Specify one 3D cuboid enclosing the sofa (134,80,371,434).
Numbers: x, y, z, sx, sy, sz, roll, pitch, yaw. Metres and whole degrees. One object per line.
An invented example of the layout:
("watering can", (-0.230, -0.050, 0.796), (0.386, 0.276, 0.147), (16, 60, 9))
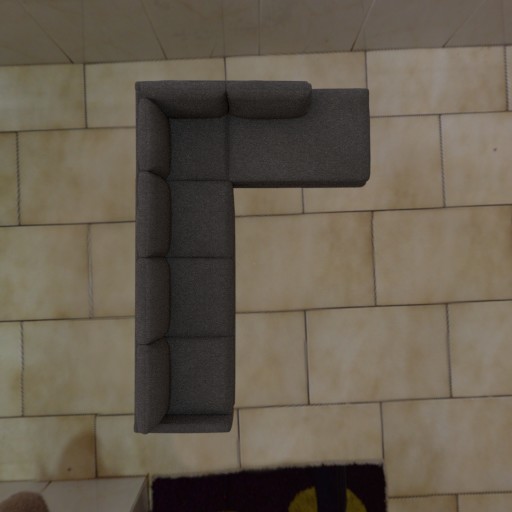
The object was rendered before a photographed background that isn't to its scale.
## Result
("sofa", (0.000, 0.000, 3.833), (2.007, 0.815, 2.949), (0, 89, 0))
